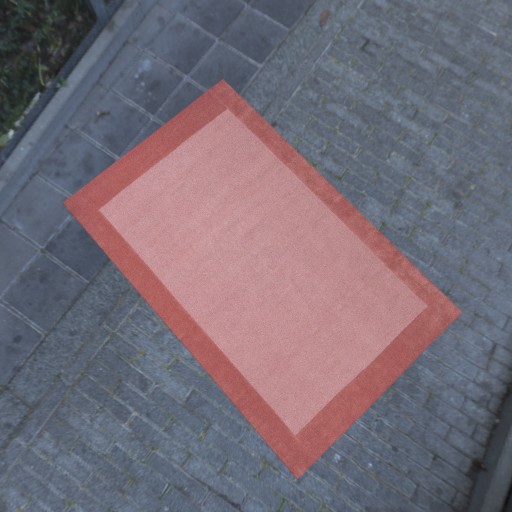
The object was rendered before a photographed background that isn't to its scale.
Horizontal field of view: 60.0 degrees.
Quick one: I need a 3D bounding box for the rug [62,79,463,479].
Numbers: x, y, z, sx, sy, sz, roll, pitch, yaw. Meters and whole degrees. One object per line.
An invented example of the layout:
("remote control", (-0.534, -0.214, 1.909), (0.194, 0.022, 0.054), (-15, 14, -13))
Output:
("rug", (0.000, 0.000, 3.066), (1.524, 0.014, 2.438), (-41, 79, -10))
